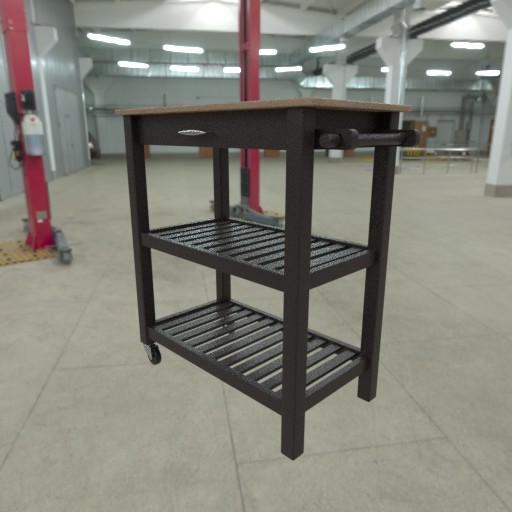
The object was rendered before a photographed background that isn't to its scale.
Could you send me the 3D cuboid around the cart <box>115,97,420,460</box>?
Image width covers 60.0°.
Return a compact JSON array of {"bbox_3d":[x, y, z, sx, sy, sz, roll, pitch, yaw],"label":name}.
[{"bbox_3d":[0.000,0.000,1.460,0.457,0.927,0.899,-15,22,-43],"label":"cart"}]
